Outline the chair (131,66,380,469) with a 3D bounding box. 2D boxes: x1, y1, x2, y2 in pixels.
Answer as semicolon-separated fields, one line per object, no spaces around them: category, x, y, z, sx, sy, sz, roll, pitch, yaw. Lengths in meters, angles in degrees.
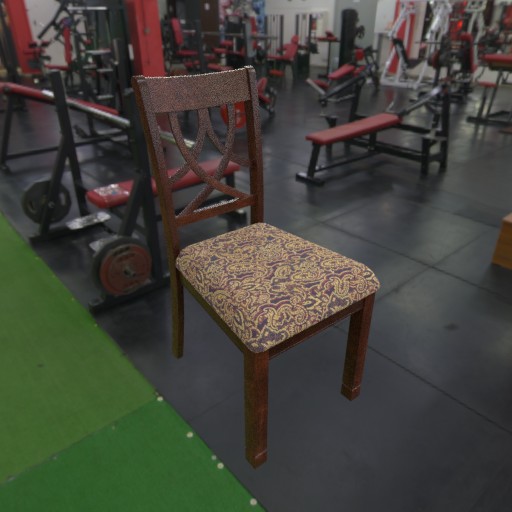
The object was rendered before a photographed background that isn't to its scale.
chair;0.000;0.000;1.305;0.457;0.965;0.584;-21;35;-33
